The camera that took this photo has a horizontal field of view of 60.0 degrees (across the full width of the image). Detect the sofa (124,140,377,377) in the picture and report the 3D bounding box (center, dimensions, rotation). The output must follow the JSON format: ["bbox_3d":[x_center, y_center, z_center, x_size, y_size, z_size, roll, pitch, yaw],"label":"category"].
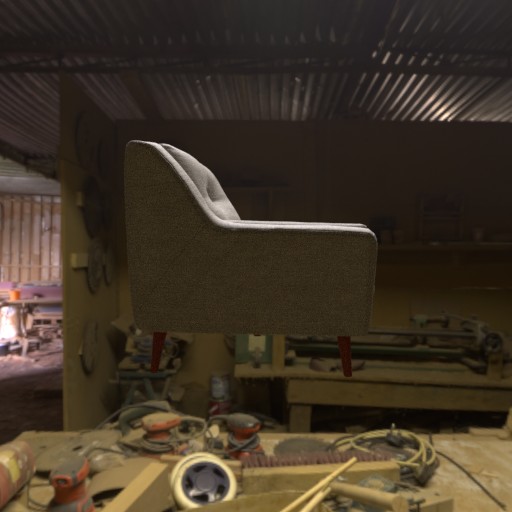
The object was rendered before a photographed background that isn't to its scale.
[{"bbox_3d":[0.000,0.000,2.474,0.976,0.897,1.930,0,1,1],"label":"sofa"}]
